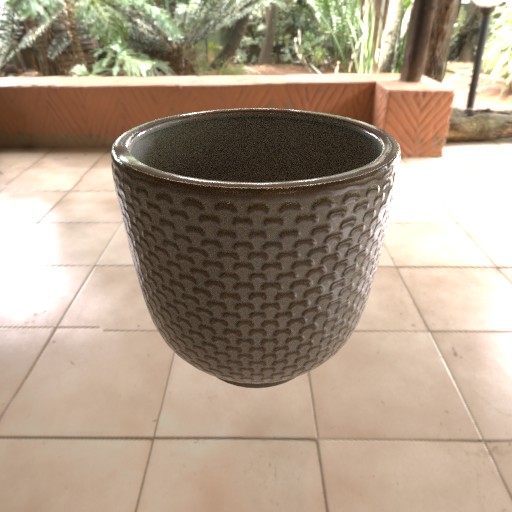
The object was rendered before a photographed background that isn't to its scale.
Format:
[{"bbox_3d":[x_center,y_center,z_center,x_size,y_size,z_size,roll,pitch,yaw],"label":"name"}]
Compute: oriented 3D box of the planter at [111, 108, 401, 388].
[{"bbox_3d":[0.000,0.000,0.355,0.197,0.191,0.197,0,30,0],"label":"planter"}]
